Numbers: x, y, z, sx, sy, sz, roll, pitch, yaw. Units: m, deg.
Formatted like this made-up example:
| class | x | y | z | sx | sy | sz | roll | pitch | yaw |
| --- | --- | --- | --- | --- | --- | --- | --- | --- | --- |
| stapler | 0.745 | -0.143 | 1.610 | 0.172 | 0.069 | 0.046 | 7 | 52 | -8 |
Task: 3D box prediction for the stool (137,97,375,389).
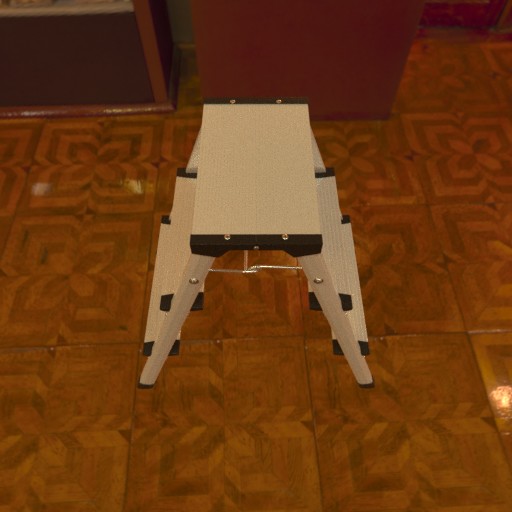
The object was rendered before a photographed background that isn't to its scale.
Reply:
| class | x | y | z | sx | sy | sz | roll | pitch | yaw |
| --- | --- | --- | --- | --- | --- | --- | --- | --- | --- |
| stool | 0.000 | 0.000 | 1.020 | 0.622 | 0.605 | 0.437 | 0 | 57 | 0 |
